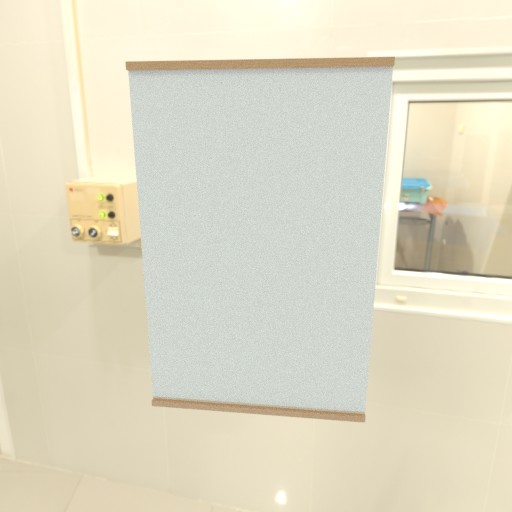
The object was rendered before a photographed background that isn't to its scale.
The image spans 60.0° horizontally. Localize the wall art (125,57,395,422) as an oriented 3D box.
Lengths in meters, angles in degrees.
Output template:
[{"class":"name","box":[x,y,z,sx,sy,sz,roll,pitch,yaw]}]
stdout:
[{"class":"wall art","box":[0.000,0.000,0.626,0.335,0.510,0.013,2,17,7]}]
